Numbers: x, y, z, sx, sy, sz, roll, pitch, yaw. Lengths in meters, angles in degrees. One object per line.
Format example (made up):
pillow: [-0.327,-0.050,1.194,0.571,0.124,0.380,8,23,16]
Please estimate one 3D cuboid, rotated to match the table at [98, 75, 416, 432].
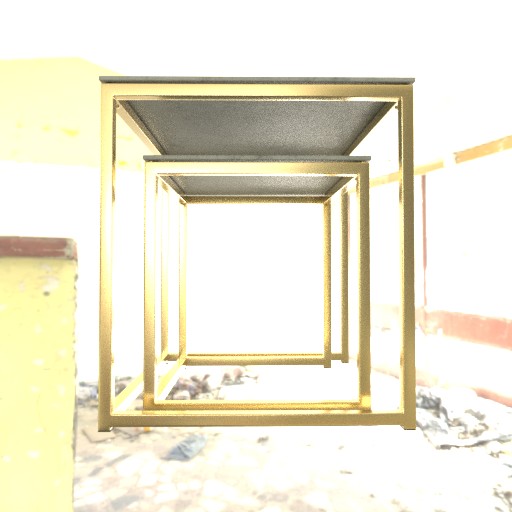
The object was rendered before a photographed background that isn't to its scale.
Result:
table: [0.000,0.000,0.847,0.450,0.500,0.450,0,-1,-1]
